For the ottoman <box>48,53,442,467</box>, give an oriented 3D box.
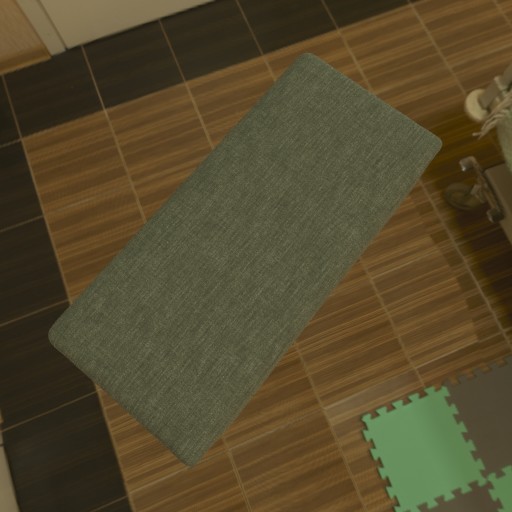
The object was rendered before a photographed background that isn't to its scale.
[{"bbox_3d":[0.000,0.000,1.132,0.419,0.432,0.902,38,78,9],"label":"ottoman"}]
